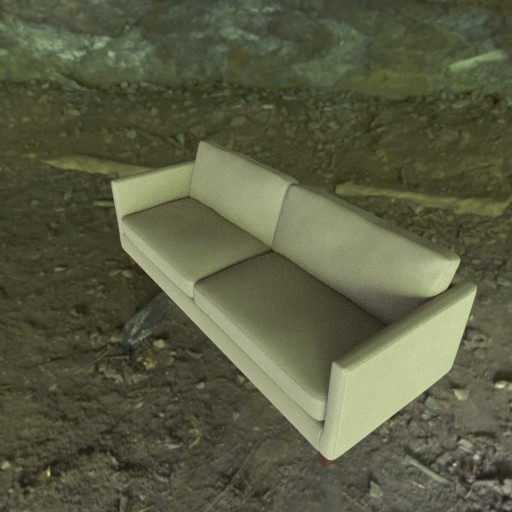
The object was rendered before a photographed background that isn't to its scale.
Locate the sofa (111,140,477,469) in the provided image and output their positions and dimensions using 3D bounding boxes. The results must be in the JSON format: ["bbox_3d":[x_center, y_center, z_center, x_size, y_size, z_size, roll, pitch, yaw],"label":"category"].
[{"bbox_3d":[0.000,0.000,2.859,0.988,0.912,2.404,-22,38,-31],"label":"sofa"}]
